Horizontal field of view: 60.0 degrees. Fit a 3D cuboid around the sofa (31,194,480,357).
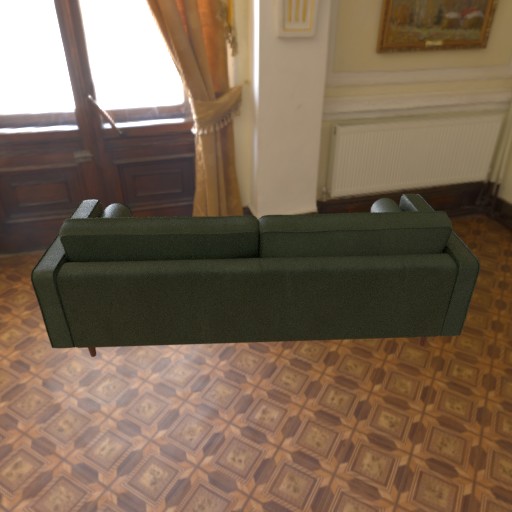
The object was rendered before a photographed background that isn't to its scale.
[{"bbox_3d":[0.000,0.000,2.615,2.199,0.769,0.918,-1,31,-2],"label":"sofa"}]
